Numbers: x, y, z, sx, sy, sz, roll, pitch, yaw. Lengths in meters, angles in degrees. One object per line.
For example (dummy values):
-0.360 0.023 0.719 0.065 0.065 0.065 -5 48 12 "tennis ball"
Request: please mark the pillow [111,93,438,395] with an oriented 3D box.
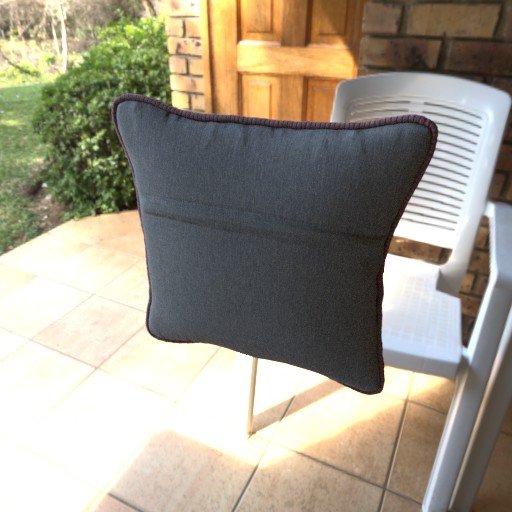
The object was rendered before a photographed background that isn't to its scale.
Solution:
0.000 0.000 0.735 0.482 0.491 0.124 11 32 17 "pillow"
